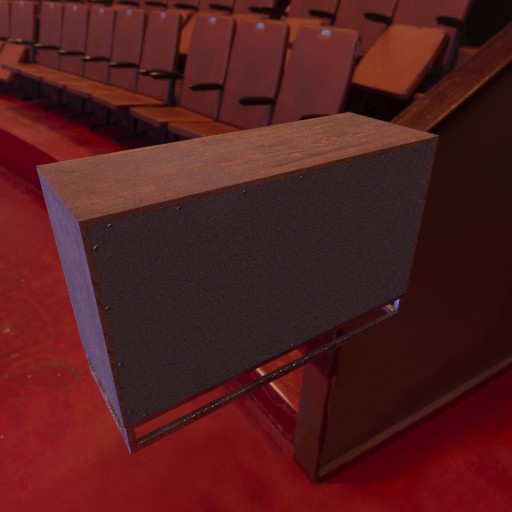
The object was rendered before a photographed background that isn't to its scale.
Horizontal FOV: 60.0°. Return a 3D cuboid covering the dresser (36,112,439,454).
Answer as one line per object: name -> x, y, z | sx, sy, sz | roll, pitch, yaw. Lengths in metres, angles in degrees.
dresser -> 0.000, 0.000, 2.156 | 1.646, 1.061, 0.623 | -19, 35, -29
